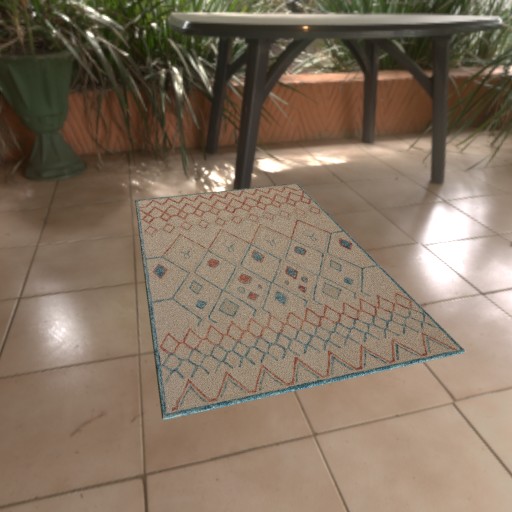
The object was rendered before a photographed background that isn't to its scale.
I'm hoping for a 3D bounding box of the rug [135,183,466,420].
[{"bbox_3d":[0.000,0.000,3.077,1.524,0.015,2.438,-8,31,-14],"label":"rug"}]
